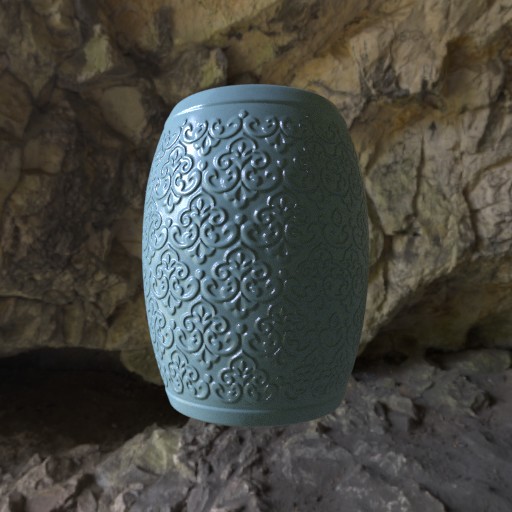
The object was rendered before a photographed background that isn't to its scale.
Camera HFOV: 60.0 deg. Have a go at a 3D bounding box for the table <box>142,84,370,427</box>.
[{"bbox_3d":[0.000,0.000,0.622,0.309,0.397,0.309,0,-1,0],"label":"table"}]
